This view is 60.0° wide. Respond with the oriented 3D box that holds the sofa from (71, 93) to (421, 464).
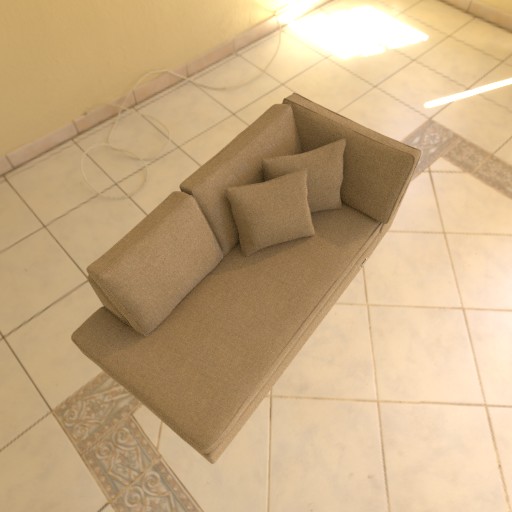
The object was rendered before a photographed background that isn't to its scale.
[{"bbox_3d":[0.000,0.000,2.880,1.110,1.019,2.238,33,63,19],"label":"sofa"}]
